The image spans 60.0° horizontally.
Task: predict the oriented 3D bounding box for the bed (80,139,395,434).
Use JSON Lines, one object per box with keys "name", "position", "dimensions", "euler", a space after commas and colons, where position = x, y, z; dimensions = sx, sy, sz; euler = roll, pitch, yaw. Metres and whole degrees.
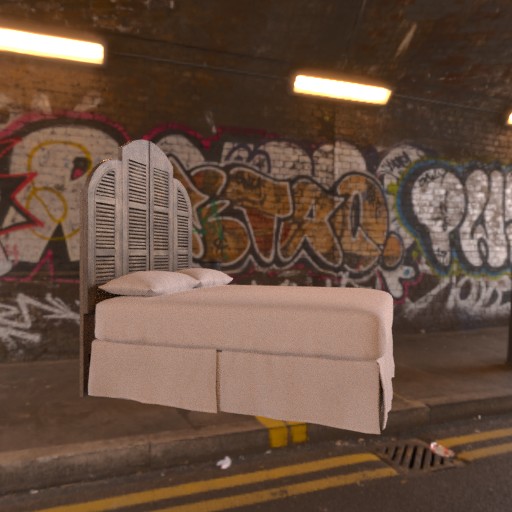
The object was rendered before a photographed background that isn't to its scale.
{"name": "bed", "position": [0.000, 0.000, 3.598], "dimensions": [2.138, 2.019, 1.713], "euler": [0, 0, 19]}
